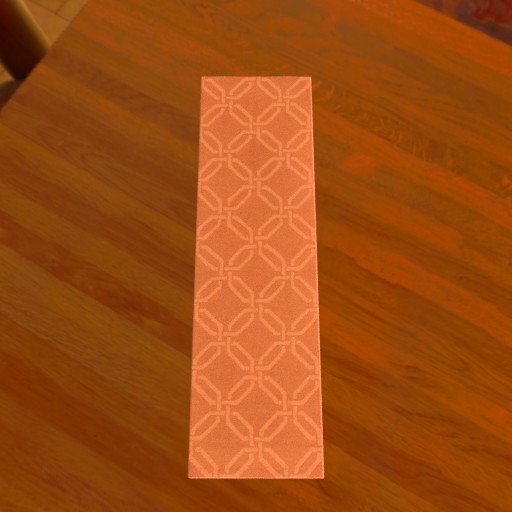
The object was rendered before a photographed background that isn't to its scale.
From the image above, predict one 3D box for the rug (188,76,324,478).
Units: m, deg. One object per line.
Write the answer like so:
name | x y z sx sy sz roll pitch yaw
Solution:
rug | 0.000 0.000 2.471 0.678 0.014 2.276 0 76 0
